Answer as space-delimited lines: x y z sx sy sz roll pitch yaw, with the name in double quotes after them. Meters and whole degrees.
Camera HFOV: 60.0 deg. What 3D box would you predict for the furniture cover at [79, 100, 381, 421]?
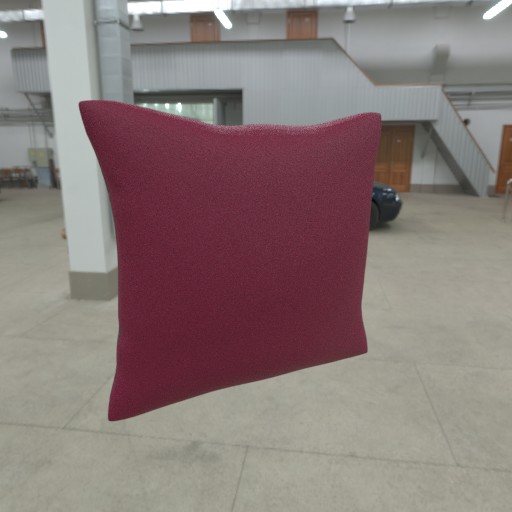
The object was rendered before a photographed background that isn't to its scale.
0.000 0.000 0.795 0.552 0.509 0.193 -7 16 -26 "furniture cover"
